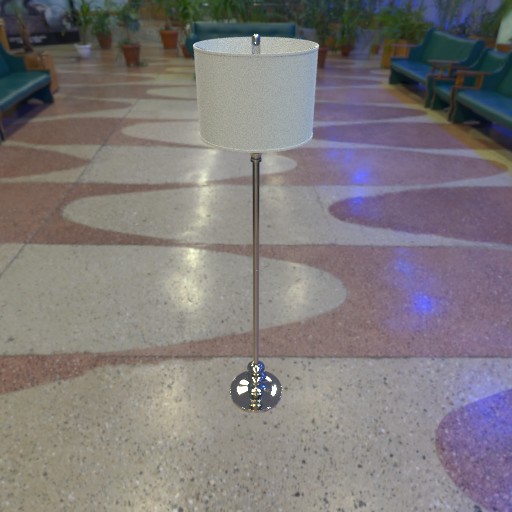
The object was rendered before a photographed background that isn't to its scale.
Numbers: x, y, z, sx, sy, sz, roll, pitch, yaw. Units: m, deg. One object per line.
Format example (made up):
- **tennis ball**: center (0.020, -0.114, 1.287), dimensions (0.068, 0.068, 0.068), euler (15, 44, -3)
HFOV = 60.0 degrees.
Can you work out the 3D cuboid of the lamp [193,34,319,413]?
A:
- **lamp**: center (0.000, 0.000, 1.652), dimensions (0.356, 1.487, 0.356), euler (0, 32, 0)
